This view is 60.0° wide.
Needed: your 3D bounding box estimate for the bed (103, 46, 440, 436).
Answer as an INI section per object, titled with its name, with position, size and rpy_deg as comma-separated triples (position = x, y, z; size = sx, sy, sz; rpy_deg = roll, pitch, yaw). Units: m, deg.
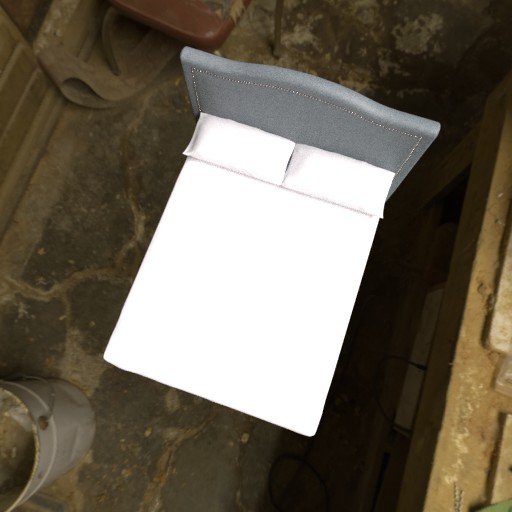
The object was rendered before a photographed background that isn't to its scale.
[bed]
position = 0.000, 0.000, 3.232
size = 1.753, 1.460, 2.143
rpy_deg = 19, 76, 5
